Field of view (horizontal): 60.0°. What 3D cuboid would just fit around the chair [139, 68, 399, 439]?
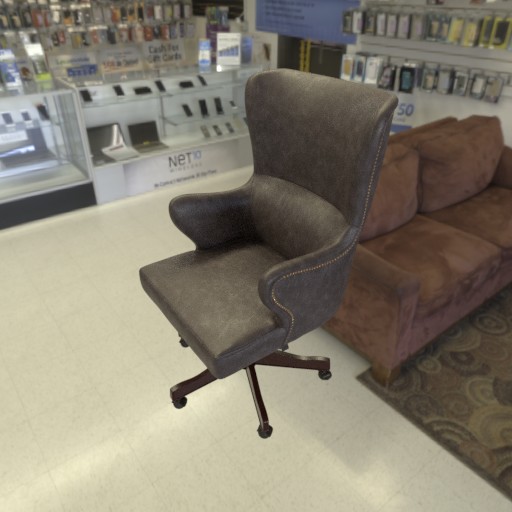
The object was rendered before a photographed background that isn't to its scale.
[{"bbox_3d":[0.000,0.000,1.463,0.717,1.037,0.594,-21,38,-29],"label":"chair"}]
